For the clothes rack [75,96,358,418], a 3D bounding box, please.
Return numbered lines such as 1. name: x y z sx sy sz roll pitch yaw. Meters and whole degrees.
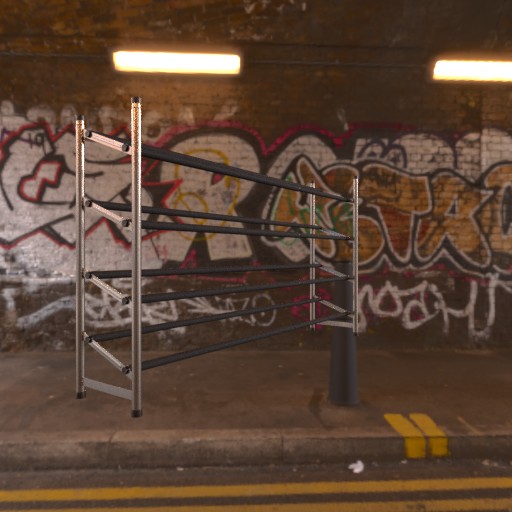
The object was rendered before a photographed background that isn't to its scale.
1. clothes rack: 0.000 0.000 1.460 0.229 0.672 1.168 0 0 36
